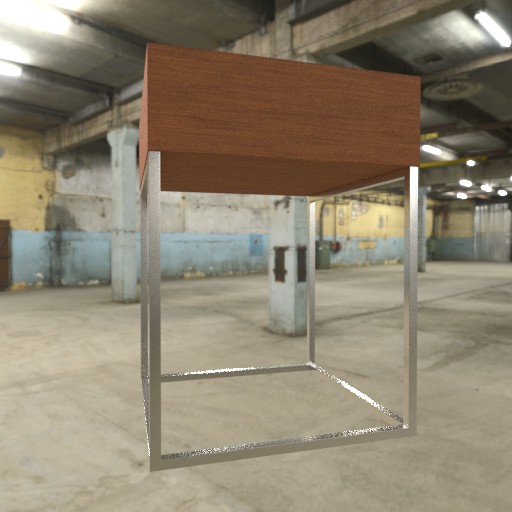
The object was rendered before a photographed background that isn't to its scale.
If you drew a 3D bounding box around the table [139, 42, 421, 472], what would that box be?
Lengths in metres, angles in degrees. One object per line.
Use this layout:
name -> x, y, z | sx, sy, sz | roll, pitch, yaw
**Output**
table -> 0.000, 0.000, 0.802 | 0.397, 0.540, 0.398 | 0, 1, -16
